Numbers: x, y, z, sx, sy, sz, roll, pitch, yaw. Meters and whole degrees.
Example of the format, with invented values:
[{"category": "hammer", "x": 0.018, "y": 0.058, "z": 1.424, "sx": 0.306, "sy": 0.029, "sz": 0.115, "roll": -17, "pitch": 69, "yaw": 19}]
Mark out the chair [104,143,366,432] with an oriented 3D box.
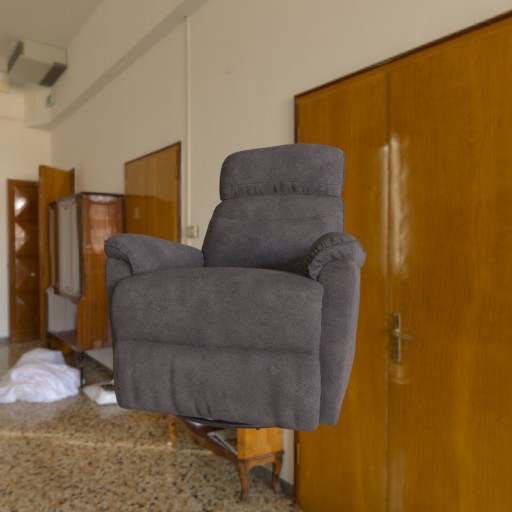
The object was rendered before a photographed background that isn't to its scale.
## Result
[{"category": "chair", "x": 0.000, "y": 0.000, "z": 1.726, "sx": 0.830, "sy": 1.035, "sz": 1.009, "roll": 0, "pitch": 2, "yaw": 17}]
